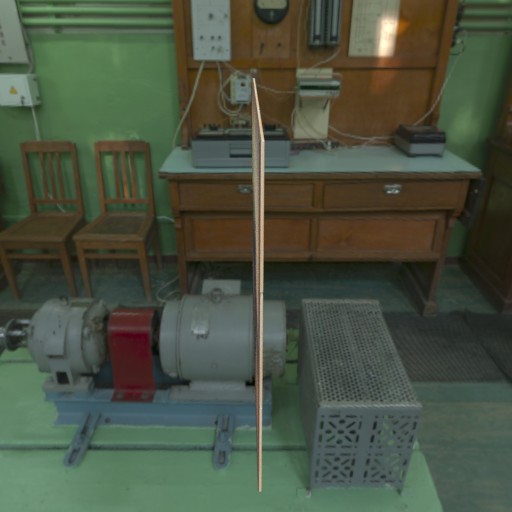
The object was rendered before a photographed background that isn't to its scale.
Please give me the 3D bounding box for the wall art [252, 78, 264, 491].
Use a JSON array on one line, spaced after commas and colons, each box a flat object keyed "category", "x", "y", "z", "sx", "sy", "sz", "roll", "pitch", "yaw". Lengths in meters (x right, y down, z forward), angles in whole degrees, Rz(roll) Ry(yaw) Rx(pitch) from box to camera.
[{"category": "wall art", "x": 0.000, "y": 0.000, "z": 1.800, "sx": 0.013, "sy": 1.218, "sz": 1.216, "roll": -1, "pitch": 28, "yaw": -1}]
